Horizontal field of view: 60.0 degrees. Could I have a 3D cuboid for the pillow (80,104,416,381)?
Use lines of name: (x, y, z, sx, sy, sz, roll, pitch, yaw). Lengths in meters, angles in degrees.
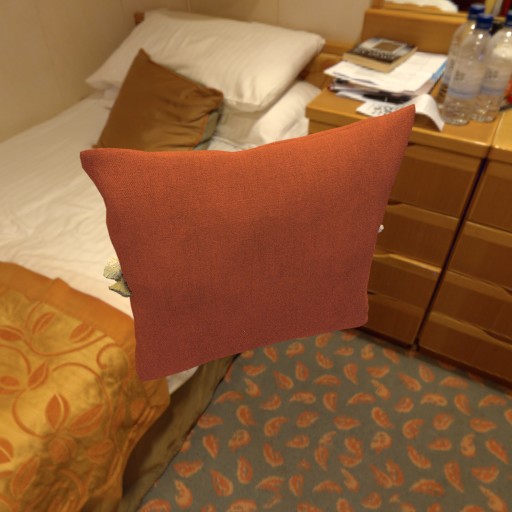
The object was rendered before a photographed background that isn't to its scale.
pillow: (0.000, 0.000, 0.751, 0.490, 0.482, 0.165, -12, 43, -13)
